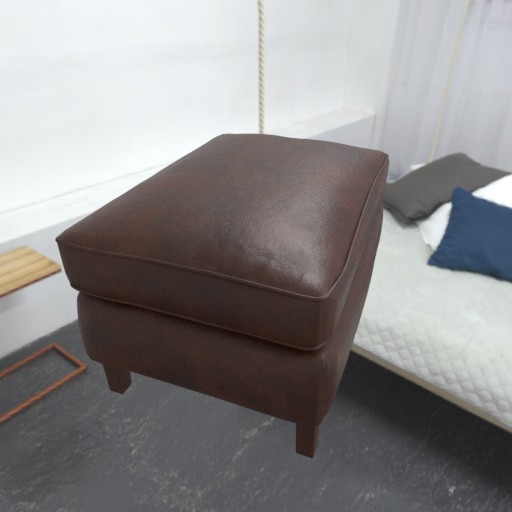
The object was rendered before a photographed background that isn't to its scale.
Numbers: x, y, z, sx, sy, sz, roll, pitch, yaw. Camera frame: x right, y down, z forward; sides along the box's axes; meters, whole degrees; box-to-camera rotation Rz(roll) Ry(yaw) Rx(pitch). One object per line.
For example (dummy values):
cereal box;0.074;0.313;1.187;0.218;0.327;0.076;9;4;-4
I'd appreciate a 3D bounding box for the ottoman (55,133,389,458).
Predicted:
ottoman;0.000;0.000;0.983;0.501;0.432;0.665;11;33;18
